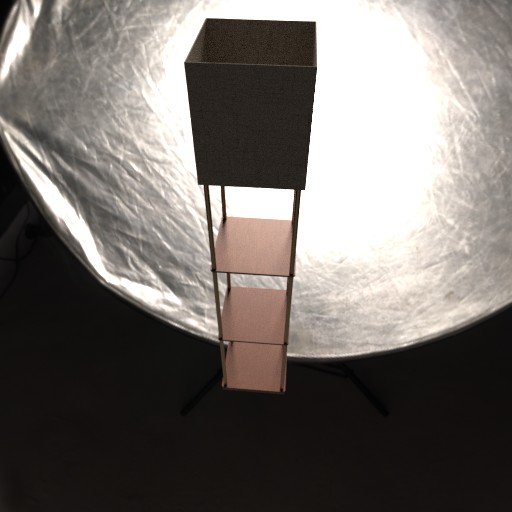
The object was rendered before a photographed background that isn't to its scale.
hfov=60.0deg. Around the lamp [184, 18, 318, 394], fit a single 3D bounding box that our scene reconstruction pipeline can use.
[{"bbox_3d":[0.000,0.000,1.687,0.310,1.569,0.308,4,46,4],"label":"lamp"}]
